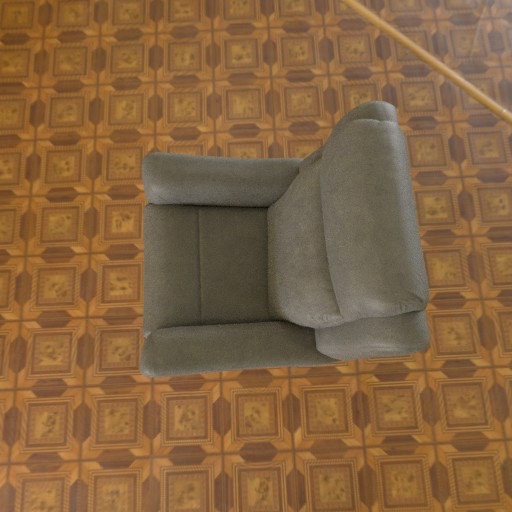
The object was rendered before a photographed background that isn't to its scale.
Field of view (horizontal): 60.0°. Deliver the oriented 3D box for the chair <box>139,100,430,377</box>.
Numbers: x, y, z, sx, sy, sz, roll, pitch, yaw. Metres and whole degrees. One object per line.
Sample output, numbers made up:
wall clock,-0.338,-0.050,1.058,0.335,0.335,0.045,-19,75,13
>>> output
chair,0.000,0.000,1.904,1.068,1.116,0.965,-3,76,-1
